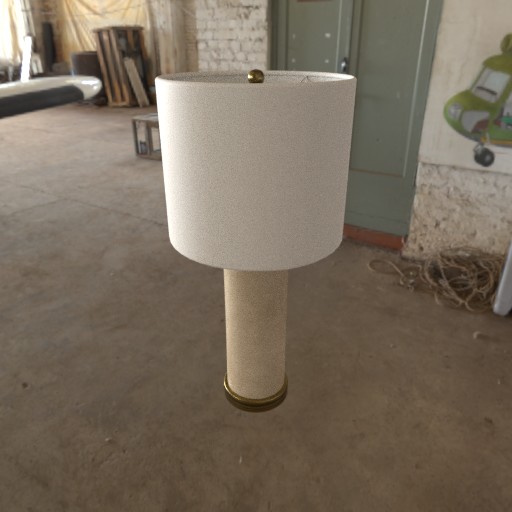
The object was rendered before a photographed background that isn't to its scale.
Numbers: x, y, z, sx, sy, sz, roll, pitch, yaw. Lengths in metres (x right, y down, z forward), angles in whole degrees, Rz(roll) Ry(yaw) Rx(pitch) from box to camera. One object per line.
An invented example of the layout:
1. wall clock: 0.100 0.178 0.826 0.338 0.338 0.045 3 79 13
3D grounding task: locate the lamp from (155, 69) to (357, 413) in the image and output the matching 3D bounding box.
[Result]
1. lamp: 0.000 0.000 0.815 0.305 0.634 0.305 -9 27 -17
